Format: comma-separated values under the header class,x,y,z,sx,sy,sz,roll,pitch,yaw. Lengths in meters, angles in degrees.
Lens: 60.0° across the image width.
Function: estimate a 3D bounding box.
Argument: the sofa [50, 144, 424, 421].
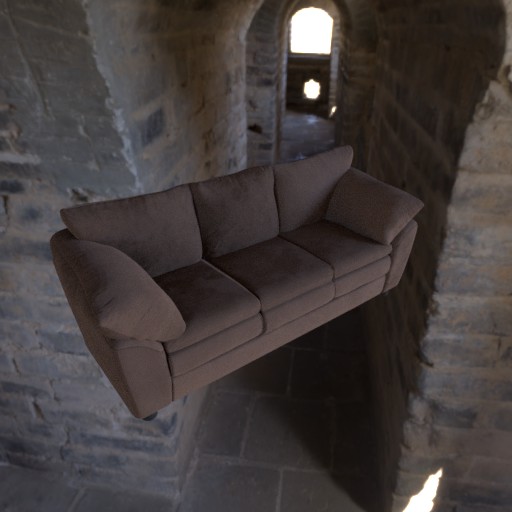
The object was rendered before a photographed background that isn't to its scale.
class,x,y,z,sx,sy,sz,roll,pitch,yaw
sofa,0.000,0.000,2.847,2.336,1.015,0.878,-20,34,-33
